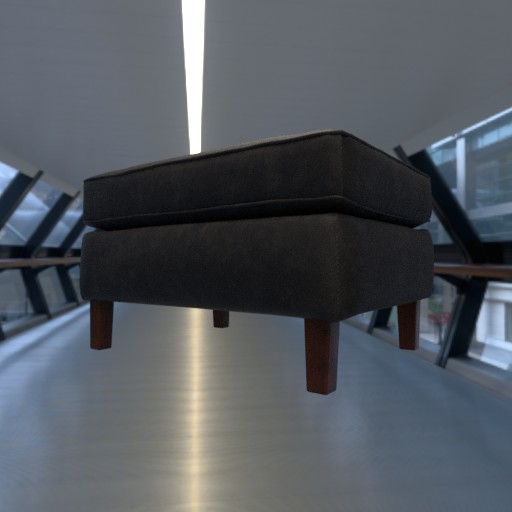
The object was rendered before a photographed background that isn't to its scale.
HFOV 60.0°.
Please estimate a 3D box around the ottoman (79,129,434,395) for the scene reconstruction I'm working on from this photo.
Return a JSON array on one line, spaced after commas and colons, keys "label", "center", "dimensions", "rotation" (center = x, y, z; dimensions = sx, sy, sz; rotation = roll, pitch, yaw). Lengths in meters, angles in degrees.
[{"label": "ottoman", "center": [0.000, 0.000, 0.986], "dimensions": [0.665, 0.413, 0.501], "rotation": [-1, -1, 37]}]
